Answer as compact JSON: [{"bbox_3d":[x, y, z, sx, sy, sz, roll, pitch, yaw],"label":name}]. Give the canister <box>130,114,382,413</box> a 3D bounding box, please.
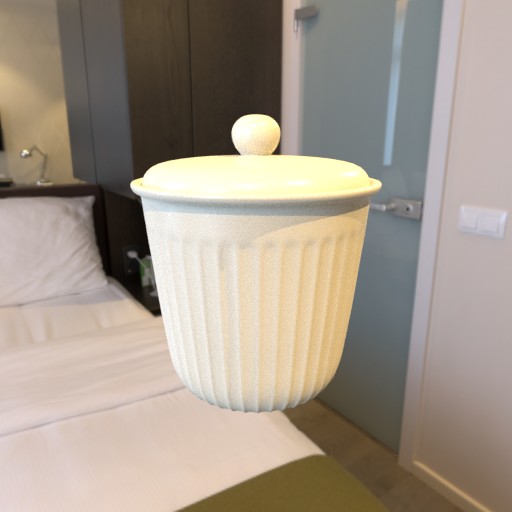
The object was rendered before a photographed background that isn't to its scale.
[{"bbox_3d":[0.000,0.000,0.346,0.181,0.211,0.181,0,15,0],"label":"canister"}]
